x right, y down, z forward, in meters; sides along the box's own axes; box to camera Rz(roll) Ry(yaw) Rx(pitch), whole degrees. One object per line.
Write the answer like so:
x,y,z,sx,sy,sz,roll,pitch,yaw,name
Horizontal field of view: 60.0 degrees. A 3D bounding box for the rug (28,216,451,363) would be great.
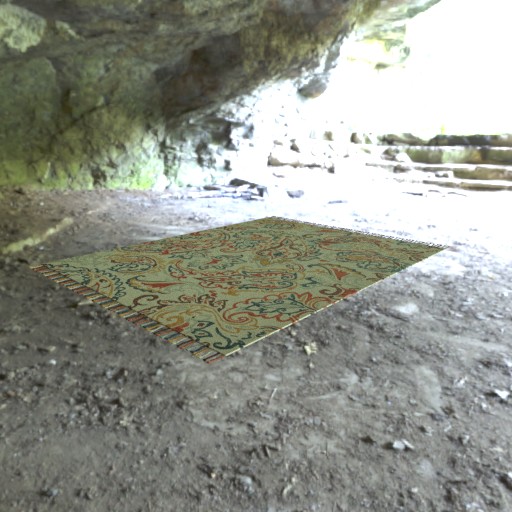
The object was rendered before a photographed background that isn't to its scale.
0.000,0.000,4.241,2.439,0.015,3.274,15,22,41,rug
